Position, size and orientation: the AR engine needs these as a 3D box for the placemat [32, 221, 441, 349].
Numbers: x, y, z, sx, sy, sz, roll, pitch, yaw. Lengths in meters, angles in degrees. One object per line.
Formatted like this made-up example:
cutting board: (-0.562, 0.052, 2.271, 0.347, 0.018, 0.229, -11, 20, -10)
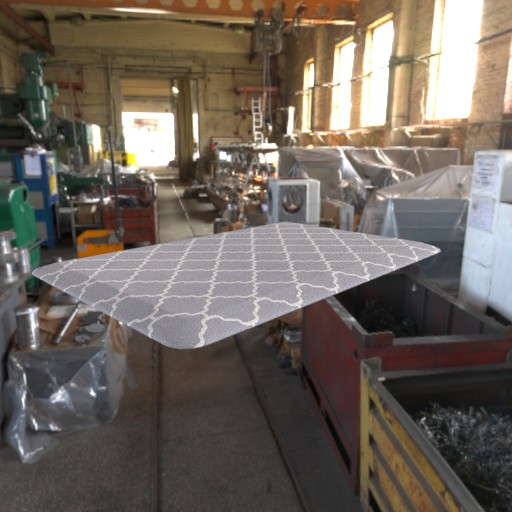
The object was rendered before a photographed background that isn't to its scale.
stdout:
placemat: (0.000, 0.000, 0.952, 0.508, 0.021, 0.762, 13, 19, 43)
